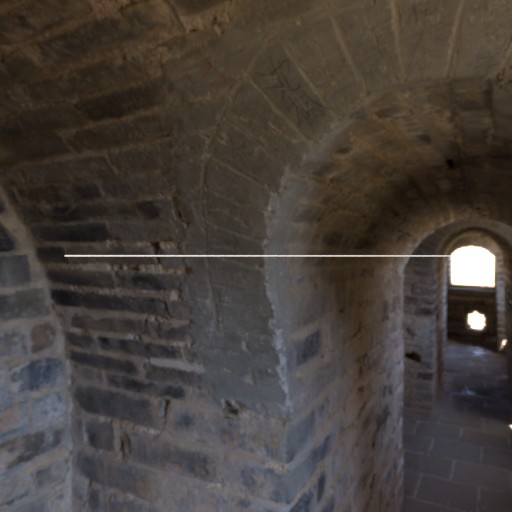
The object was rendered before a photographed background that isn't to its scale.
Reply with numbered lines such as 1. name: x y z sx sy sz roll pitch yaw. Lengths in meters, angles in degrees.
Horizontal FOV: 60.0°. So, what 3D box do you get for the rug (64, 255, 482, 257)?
1. rug: 0.000 0.000 2.975 2.227 0.008 1.611 0 0 -18
